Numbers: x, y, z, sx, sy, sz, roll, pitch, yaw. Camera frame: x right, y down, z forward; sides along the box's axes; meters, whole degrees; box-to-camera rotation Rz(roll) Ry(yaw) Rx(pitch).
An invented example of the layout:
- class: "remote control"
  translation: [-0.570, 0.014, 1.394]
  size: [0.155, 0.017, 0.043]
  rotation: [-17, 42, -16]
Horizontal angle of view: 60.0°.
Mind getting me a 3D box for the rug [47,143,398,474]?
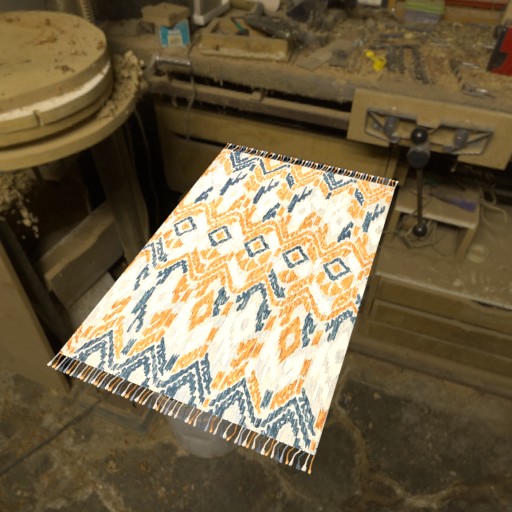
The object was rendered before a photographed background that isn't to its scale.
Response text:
- class: "rug"
  translation: [0.000, 0.000, 3.037]
  size: [1.533, 0.010, 2.428]
  rotation: [16, 49, 15]
